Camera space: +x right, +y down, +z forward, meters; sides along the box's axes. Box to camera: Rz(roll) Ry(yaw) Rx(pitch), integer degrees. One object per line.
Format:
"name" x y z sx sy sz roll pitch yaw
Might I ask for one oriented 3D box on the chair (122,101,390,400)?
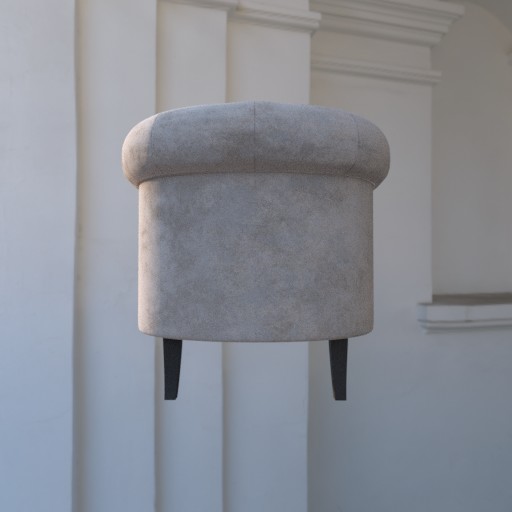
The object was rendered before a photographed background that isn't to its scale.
"chair" 0.000 0.000 1.540 0.904 0.826 0.851 0 -1 1
